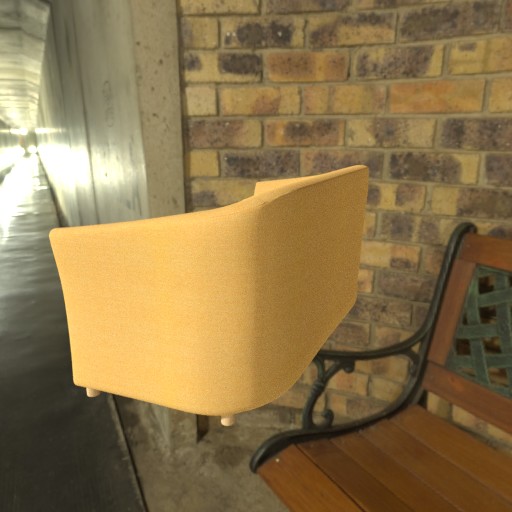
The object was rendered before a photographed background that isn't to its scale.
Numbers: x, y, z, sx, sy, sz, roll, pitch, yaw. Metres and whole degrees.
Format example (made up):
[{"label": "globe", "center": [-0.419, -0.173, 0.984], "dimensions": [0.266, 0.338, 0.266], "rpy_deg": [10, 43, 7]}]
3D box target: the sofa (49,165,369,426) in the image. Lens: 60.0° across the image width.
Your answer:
[{"label": "sofa", "center": [0.000, 0.000, 1.874], "dimensions": [0.705, 0.721, 1.452], "rpy_deg": [8, 18, 25]}]
